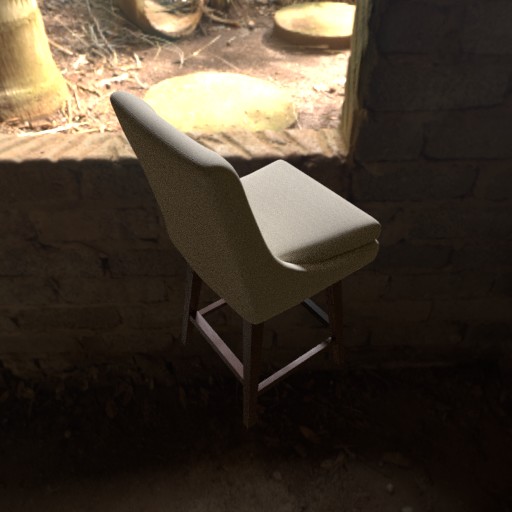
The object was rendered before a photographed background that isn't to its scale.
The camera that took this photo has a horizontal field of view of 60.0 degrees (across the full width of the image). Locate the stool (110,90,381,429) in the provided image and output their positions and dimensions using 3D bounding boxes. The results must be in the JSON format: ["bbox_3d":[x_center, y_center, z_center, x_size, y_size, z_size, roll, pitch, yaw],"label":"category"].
[{"bbox_3d":[0.000,0.000,1.333,0.559,0.991,0.483,-26,48,-26],"label":"stool"}]
